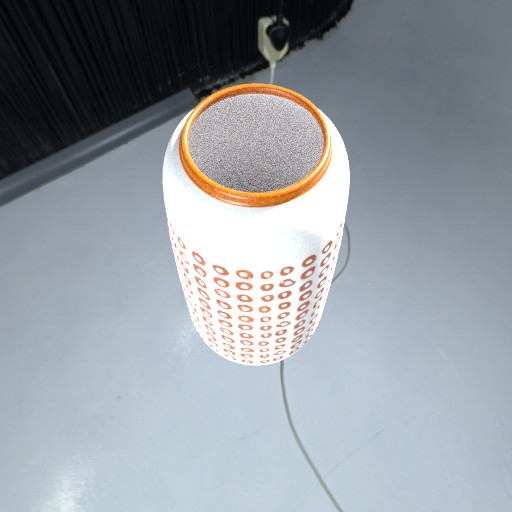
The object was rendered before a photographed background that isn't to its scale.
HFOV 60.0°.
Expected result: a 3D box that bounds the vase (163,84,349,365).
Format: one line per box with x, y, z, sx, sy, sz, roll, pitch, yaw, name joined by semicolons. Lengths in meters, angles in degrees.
0.000;0.000;0.365;0.133;0.282;0.133;0;62;0;vase
